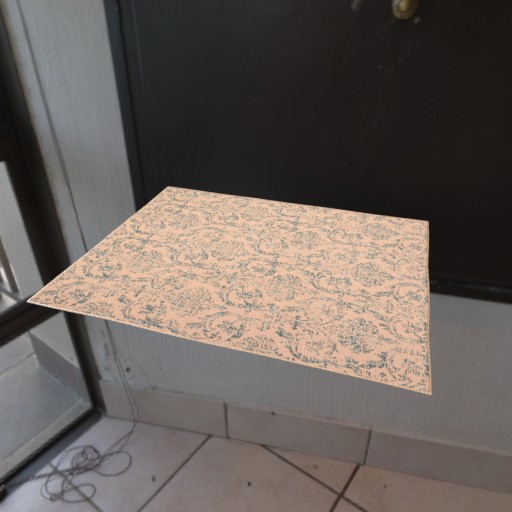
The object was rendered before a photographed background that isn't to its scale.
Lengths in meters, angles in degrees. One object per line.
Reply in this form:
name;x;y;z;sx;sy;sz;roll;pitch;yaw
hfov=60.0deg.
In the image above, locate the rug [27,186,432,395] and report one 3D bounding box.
rug;0.000;0.000;4.003;2.980;0.012;2.363;10;33;15
